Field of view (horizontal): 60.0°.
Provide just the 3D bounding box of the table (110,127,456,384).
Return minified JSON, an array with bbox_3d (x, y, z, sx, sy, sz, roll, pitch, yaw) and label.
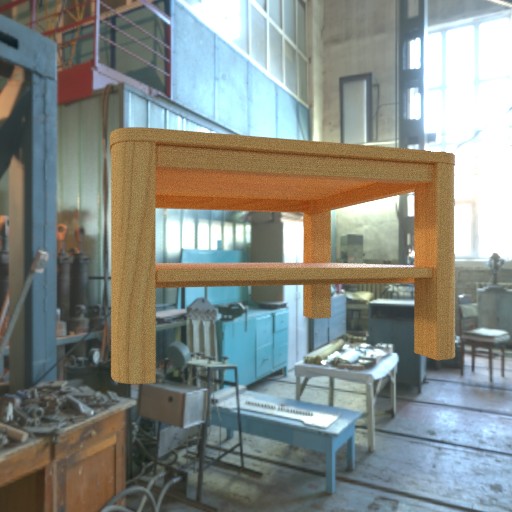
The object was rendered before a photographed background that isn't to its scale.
[{"bbox_3d":[0.000,0.000,1.224,0.750,0.450,0.750,0,0,-17],"label":"table"}]
